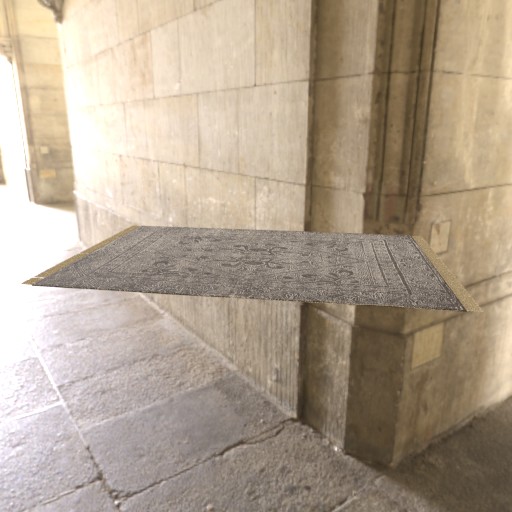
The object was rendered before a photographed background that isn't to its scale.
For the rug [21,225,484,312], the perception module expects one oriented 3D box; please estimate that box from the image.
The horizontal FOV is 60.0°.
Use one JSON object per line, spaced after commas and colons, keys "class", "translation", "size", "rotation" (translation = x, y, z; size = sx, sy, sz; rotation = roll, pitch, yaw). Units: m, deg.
{"class": "rug", "translation": [0.000, 0.000, 3.012], "size": [2.440, 0.010, 1.529], "rotation": [3, 17, 9]}
